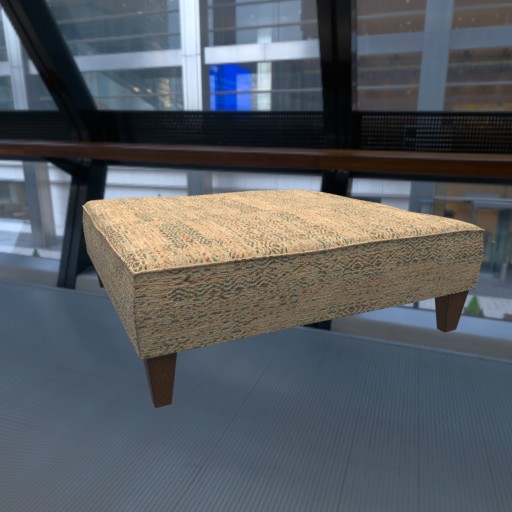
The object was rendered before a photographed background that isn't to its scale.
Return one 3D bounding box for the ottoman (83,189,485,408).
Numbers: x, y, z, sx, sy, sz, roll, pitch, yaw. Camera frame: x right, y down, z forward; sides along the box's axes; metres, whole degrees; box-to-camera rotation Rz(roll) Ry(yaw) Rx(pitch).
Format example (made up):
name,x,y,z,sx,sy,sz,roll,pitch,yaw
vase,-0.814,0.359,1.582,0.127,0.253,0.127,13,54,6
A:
name,x,y,z,sx,sy,sz,roll,pitch,yaw
ottoman,0.000,0.000,1.503,1.004,0.356,0.968,-7,17,-25
